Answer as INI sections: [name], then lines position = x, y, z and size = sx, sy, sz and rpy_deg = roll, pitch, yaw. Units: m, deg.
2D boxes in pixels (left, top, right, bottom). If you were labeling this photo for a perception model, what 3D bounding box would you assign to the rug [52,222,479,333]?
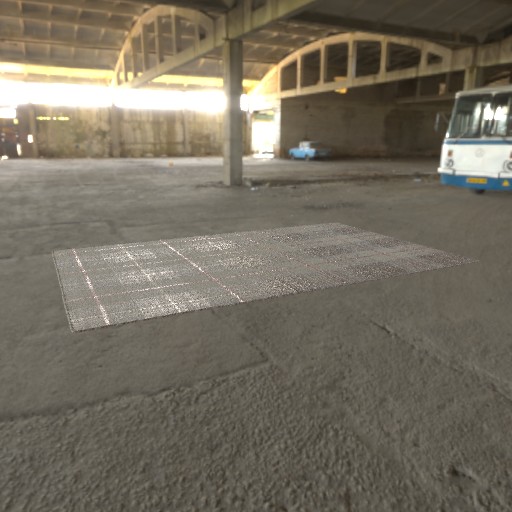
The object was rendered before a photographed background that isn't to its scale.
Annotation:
[rug]
position = 0.000, 0.000, 3.006
size = 2.464, 0.010, 1.549
rpy_deg = -7, 17, -26
